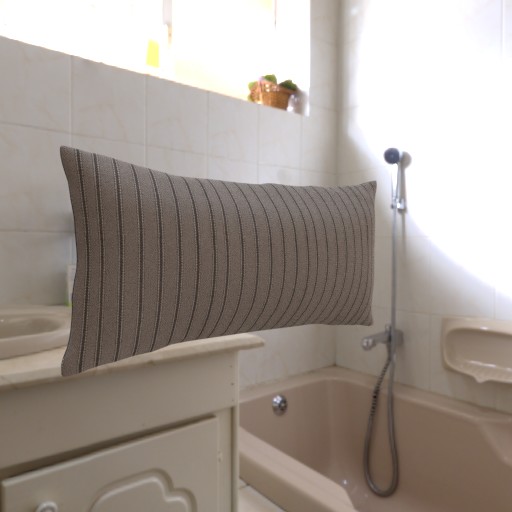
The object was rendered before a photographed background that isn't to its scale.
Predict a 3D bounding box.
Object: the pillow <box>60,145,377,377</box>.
[{"bbox_3d":[0.000,0.000,0.737,0.609,0.305,0.151,-1,1,-36],"label":"pillow"}]
